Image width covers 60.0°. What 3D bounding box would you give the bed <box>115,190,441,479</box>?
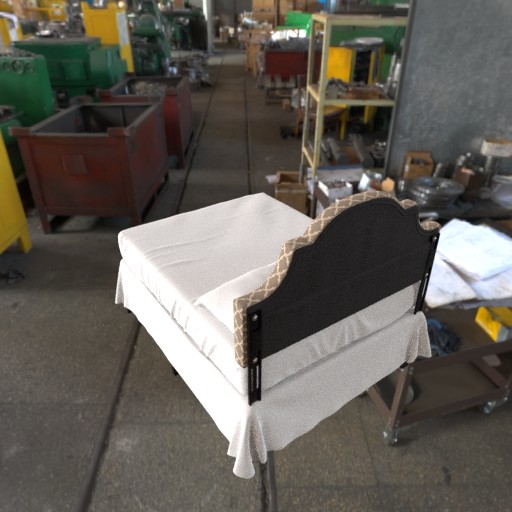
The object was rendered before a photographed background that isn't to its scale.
[{"bbox_3d":[0.000,0.000,3.417,1.780,1.633,2.222,-20,36,-30],"label":"bed"}]
